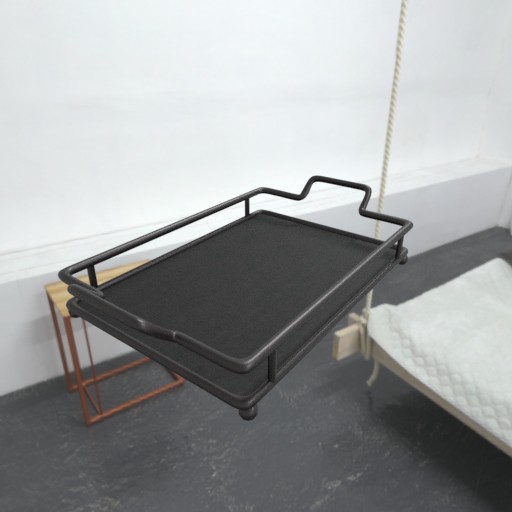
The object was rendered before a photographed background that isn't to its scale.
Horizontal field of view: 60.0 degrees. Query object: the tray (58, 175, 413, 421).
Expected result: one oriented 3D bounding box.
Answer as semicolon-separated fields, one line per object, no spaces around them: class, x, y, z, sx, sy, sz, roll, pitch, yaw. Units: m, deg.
tray;0.000;0.000;0.614;0.297;0.101;0.495;19;32;33
